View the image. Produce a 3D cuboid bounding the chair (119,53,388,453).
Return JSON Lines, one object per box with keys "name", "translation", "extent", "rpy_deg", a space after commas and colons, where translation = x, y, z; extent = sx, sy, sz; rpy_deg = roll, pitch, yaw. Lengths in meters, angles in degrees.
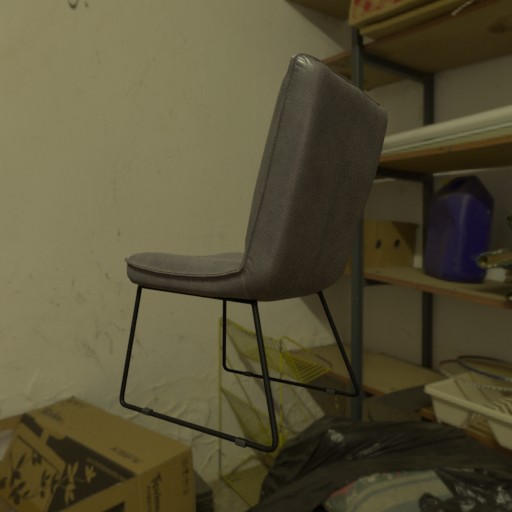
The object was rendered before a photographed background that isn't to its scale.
{"name": "chair", "translation": [0.000, 0.000, 1.371], "extent": [0.688, 0.932, 0.515], "rpy_deg": [0, 1, 36]}
